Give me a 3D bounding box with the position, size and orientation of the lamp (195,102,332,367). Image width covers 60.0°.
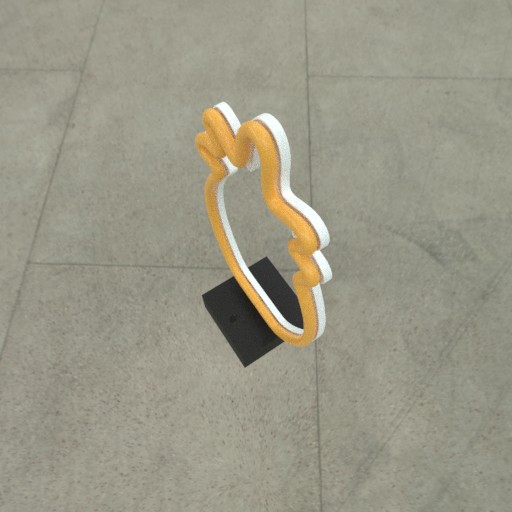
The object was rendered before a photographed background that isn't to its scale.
[{"bbox_3d":[0.000,0.000,0.384,0.088,0.317,0.167,-31,67,-14],"label":"lamp"}]
